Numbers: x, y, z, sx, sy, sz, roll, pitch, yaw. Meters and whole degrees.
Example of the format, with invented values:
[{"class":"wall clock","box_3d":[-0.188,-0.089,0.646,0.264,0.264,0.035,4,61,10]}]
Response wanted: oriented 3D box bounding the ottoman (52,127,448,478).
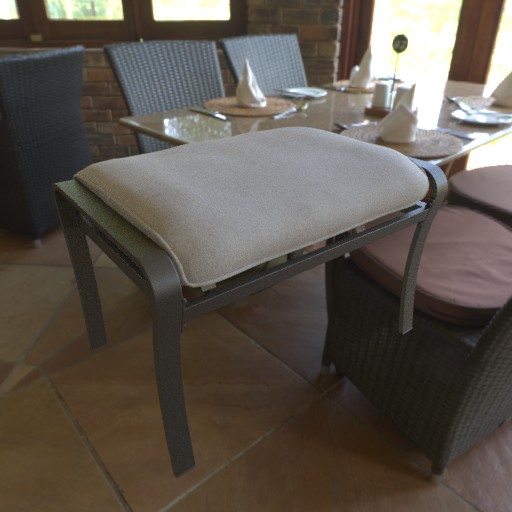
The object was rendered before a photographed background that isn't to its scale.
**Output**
[{"class":"ottoman","box_3d":[0.000,0.000,0.886,0.610,0.422,0.406,-21,35,-32]}]
